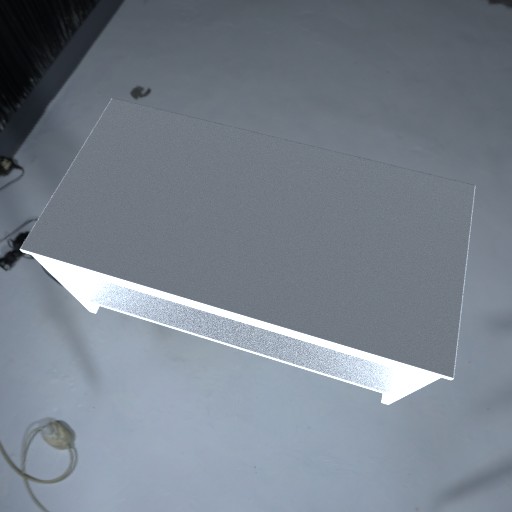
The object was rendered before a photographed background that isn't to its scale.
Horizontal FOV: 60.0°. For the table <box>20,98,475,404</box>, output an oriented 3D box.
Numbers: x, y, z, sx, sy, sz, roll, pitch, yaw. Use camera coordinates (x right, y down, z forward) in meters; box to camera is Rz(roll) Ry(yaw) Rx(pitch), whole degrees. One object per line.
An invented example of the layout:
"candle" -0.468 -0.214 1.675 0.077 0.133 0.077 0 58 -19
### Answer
"table" 0.000 0.000 1.272 1.000 0.441 0.500 16 65 7
